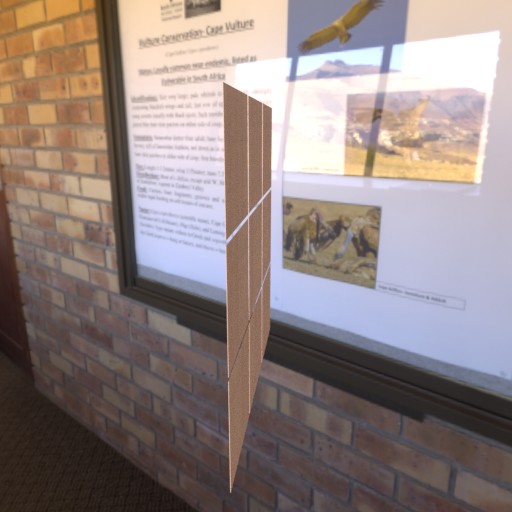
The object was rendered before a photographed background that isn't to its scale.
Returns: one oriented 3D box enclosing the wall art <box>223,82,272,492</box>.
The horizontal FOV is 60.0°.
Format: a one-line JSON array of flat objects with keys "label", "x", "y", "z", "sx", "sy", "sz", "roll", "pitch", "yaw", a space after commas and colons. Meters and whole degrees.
[{"label": "wall art", "x": 0.000, "y": 0.000, "z": 2.257, "sx": 0.002, "sy": 1.505, "sz": 1.517, "roll": 2, "pitch": 16, "yaw": 7}]
